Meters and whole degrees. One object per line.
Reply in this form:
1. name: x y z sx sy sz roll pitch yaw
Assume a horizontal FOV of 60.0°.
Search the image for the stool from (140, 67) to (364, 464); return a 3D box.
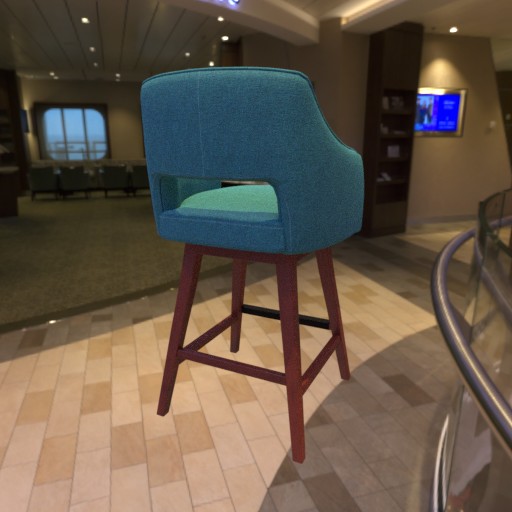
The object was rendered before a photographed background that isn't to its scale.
1. stool: 0.000 0.000 1.301 0.548 0.961 0.556 8 17 26
